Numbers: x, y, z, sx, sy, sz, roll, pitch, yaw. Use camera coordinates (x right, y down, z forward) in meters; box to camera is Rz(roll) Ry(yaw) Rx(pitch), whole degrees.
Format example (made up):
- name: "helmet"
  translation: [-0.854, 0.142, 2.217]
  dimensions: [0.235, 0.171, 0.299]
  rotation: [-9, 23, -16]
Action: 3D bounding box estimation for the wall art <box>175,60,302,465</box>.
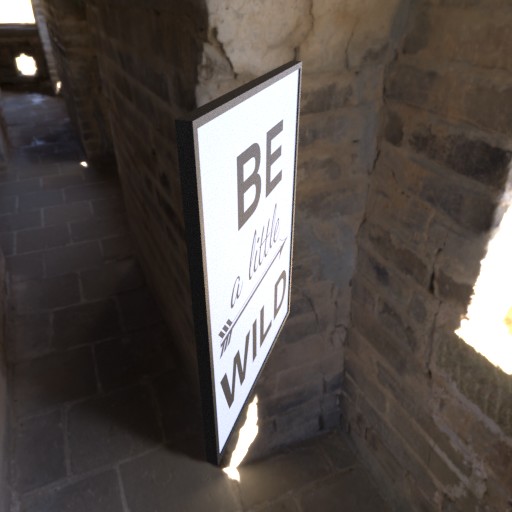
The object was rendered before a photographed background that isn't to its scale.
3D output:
- name: "wall art"
  translation: [0.000, 0.000, 1.433]
  dimensions: [0.038, 1.062, 0.806]
  rotation: [11, 33, 17]
